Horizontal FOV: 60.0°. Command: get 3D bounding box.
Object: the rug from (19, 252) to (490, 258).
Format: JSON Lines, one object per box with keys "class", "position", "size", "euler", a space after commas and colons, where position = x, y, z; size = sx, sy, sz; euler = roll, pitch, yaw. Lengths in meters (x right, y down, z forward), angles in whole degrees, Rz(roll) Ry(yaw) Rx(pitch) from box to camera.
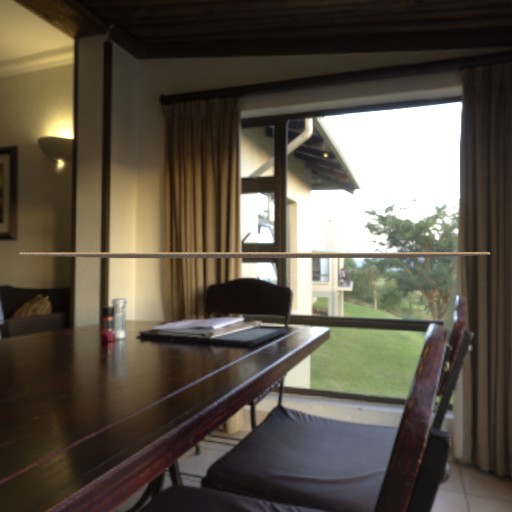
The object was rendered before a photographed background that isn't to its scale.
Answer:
{"class": "rug", "position": [0.000, 0.000, 3.043], "size": [2.441, 0.014, 1.531], "euler": [0, -1, 2]}
